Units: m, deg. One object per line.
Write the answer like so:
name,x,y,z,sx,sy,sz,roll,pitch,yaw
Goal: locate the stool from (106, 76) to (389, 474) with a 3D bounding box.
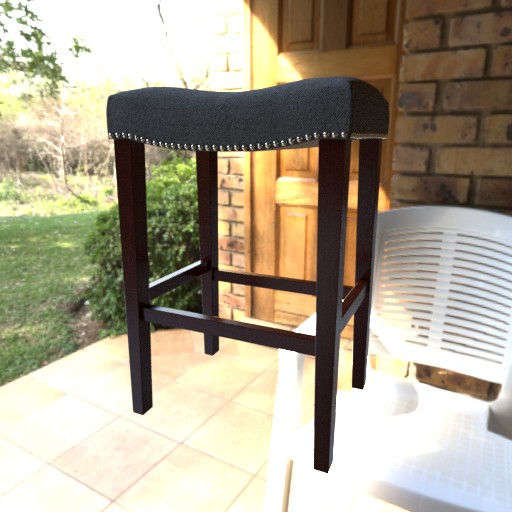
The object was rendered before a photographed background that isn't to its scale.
stool,0.000,0.000,1.024,0.504,0.742,0.372,7,16,24
